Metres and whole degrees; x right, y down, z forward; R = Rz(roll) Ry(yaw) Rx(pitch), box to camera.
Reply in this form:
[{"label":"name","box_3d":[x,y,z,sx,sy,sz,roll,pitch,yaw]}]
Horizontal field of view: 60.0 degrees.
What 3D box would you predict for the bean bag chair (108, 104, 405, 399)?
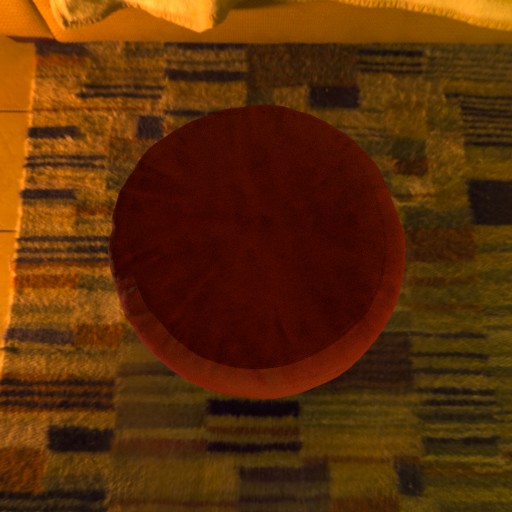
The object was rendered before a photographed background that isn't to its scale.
[{"label":"bean bag chair","box_3d":[0.000,0.000,1.994,1.219,0.762,1.219,0,77,0]}]
